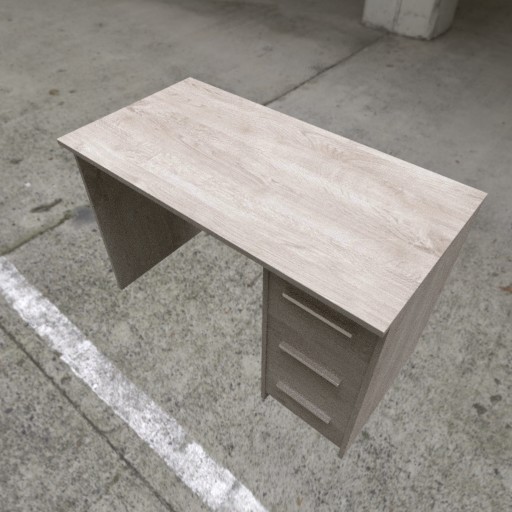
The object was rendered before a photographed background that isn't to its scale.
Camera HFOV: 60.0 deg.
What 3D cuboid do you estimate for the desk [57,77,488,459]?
[{"bbox_3d":[0.000,0.000,1.504,1.097,0.735,0.560,31,53,26],"label":"desk"}]
